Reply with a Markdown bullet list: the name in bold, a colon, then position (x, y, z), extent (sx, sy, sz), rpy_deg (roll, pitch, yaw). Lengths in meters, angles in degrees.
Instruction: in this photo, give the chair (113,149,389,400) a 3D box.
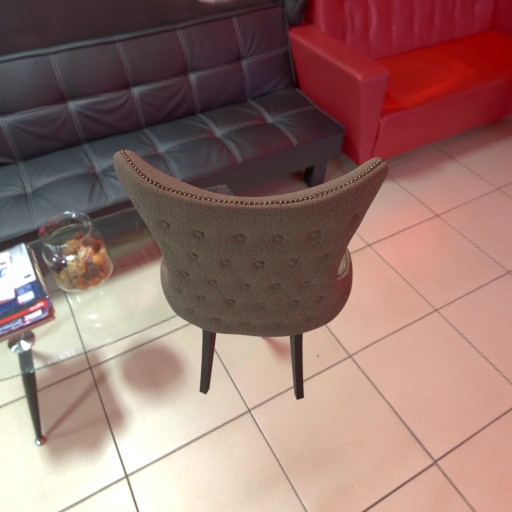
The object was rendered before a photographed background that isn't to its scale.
- **chair**: position (0.000, 0.000, 1.396), extent (0.628, 0.967, 0.635), rpy_deg (3, 47, 2)
